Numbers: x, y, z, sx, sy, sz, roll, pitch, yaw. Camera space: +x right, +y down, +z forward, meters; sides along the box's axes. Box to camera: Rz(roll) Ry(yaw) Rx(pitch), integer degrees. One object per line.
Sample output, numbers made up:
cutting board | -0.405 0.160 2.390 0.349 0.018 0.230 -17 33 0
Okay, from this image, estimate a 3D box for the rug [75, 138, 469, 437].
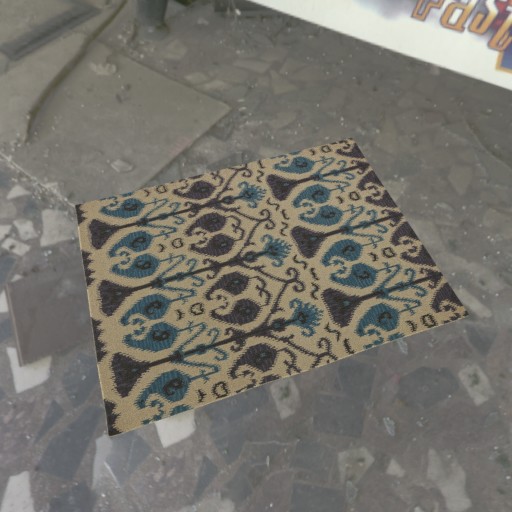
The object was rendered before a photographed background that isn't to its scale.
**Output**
rug | 0.000 0.000 4.322 3.228 0.024 2.443 -16 58 -10
